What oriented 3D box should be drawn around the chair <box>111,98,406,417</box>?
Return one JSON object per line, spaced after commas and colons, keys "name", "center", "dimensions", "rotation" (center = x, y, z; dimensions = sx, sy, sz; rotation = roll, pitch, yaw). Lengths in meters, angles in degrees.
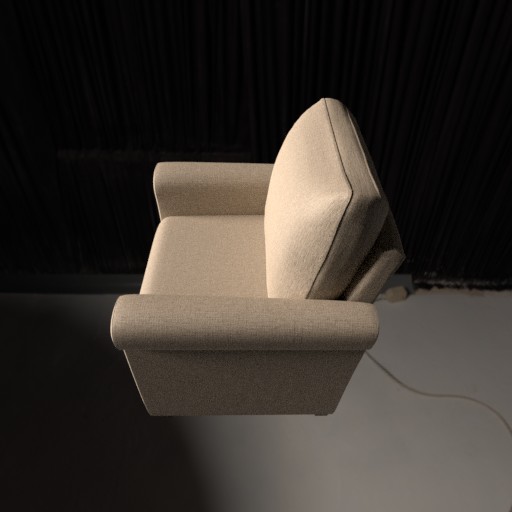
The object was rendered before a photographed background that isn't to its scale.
{"name": "chair", "center": [0.000, 0.000, 2.304], "dimensions": [1.180, 1.349, 1.275], "rotation": [0, 43, 0]}
